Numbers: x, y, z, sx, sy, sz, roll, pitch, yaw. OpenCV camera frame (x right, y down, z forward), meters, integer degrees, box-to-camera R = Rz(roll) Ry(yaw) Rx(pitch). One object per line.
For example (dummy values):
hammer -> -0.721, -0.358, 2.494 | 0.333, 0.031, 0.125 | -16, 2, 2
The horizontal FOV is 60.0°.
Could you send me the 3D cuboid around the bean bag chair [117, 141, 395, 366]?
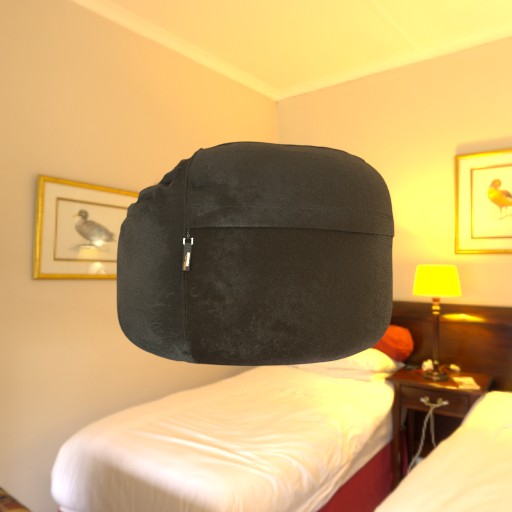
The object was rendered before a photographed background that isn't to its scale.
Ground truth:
bean bag chair -> 0.000, 0.000, 1.525 | 0.918, 0.605, 0.918 | 0, -1, 0
